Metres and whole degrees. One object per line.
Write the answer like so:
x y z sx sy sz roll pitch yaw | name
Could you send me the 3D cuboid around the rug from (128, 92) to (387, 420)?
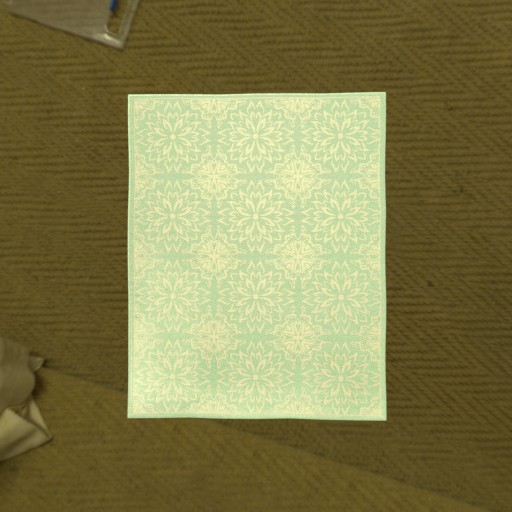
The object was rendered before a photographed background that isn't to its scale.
0.000 0.000 4.051 2.363 0.012 2.980 0 90 2 | rug
